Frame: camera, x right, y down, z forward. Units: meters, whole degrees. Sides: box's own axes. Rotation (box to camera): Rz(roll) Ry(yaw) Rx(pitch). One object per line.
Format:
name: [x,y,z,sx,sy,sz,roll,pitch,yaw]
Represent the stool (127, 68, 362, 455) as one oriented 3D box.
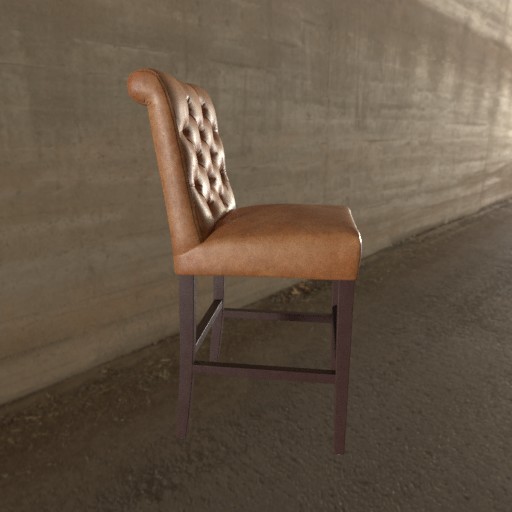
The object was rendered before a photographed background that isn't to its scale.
stool: [0.000,0.000,1.385,0.601,1.047,0.493,2,15,8]
